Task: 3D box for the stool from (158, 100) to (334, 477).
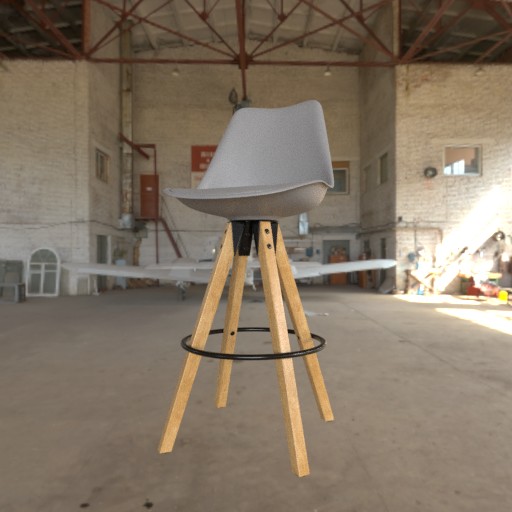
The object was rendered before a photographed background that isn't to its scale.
[{"bbox_3d":[0.000,0.000,1.402,0.485,1.115,0.550,0,0,19],"label":"stool"}]
